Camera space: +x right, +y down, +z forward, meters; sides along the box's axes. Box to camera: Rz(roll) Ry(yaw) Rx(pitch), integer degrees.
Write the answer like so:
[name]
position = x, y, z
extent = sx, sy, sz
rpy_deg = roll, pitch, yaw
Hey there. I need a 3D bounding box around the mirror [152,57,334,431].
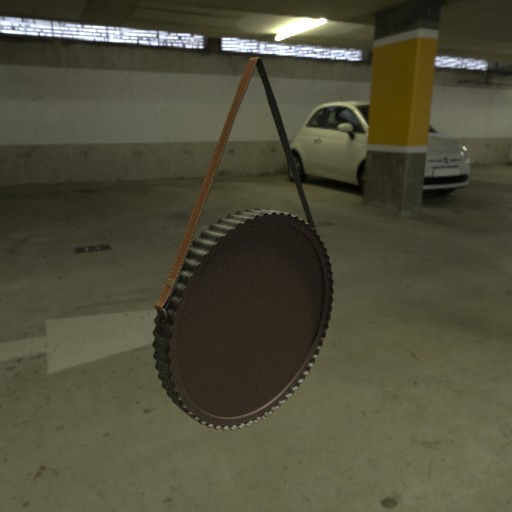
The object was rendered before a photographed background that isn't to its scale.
[mirror]
position = 0.000, 0.000, 0.687
extent = 0.355, 0.568, 0.042
rpy_deg = -15, 22, -41
